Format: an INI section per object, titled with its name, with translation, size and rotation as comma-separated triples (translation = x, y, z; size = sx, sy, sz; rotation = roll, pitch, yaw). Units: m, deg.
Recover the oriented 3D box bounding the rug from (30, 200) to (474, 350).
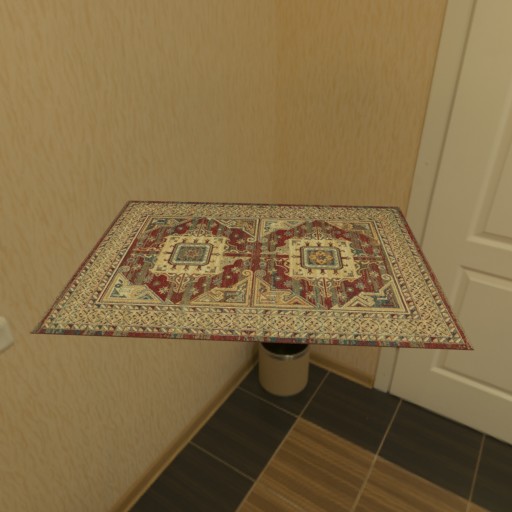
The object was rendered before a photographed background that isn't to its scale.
[rug]
translation = 0.000, 0.000, 4.204
size = 3.197, 0.013, 2.381
rotation = 2, 31, 3
